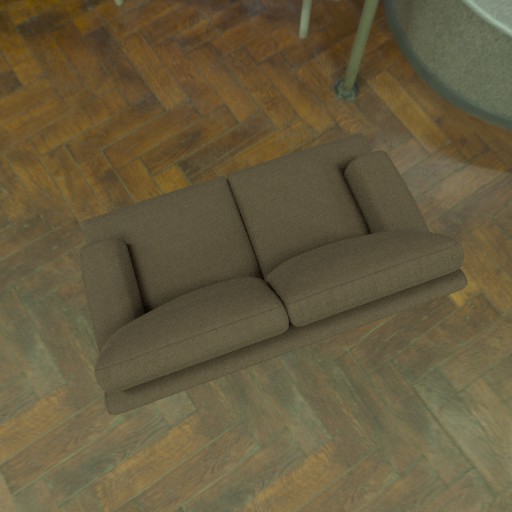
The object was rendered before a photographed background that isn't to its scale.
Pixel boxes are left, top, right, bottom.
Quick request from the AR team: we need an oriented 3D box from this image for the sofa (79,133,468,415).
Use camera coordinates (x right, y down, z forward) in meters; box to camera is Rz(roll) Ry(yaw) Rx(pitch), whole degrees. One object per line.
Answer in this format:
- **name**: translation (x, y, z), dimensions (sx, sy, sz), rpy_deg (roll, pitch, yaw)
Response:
- **sofa**: translation (0.000, 0.000, 2.487), dimensions (1.869, 0.950, 1.140), rpy_deg (-19, 75, -5)
